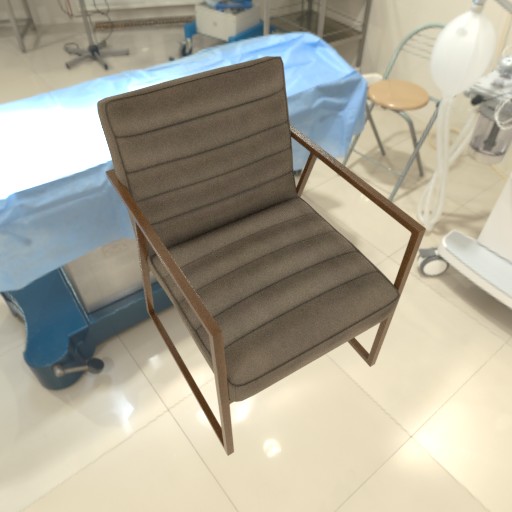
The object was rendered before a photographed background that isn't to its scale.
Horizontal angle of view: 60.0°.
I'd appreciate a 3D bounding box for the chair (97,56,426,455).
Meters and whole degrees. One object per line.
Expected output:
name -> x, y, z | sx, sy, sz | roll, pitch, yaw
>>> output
chair -> 0.000, 0.000, 1.283 | 0.578, 0.843, 0.682 | -24, 51, -21
